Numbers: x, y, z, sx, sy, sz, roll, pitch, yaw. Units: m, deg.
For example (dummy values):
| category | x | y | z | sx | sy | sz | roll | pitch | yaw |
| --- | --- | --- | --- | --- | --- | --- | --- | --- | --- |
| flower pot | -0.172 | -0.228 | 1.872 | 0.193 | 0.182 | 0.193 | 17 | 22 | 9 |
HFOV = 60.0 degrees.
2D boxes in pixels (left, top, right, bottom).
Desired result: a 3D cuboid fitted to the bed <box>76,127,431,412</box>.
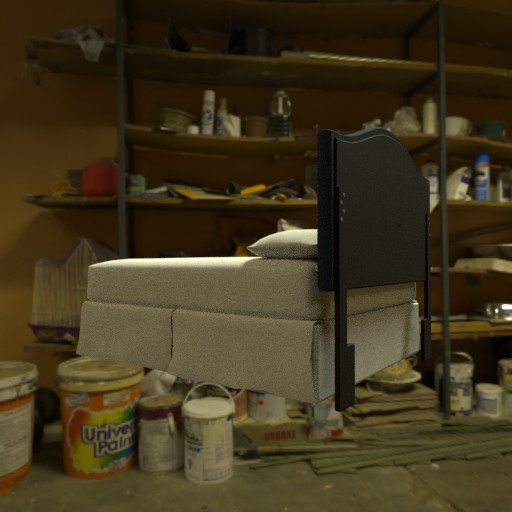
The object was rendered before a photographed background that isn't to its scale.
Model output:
| category | x | y | z | sx | sy | sz | roll | pitch | yaw |
| --- | --- | --- | --- | --- | --- | --- | --- | --- | --- |
| bed | 0.000 | 0.000 | 3.363 | 2.153 | 1.518 | 1.713 | -1 | -1 | 37 |
